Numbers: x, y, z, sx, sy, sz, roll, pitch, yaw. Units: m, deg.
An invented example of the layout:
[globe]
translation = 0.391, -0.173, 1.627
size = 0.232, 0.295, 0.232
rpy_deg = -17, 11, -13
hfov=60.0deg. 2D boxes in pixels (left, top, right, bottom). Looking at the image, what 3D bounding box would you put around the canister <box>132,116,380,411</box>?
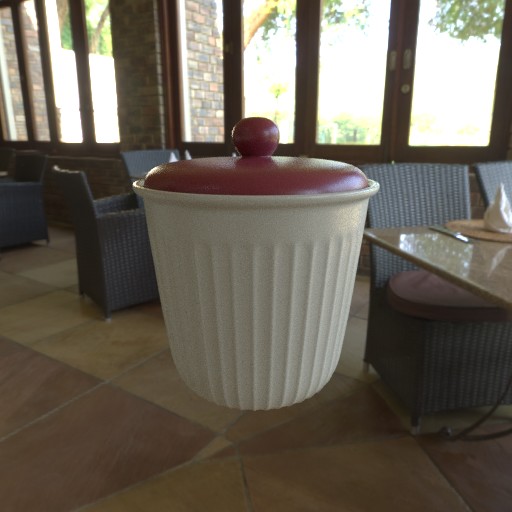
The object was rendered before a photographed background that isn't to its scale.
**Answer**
[canister]
translation = 0.000, 0.000, 0.351
size = 0.181, 0.211, 0.181
rpy_deg = 0, 15, 0
